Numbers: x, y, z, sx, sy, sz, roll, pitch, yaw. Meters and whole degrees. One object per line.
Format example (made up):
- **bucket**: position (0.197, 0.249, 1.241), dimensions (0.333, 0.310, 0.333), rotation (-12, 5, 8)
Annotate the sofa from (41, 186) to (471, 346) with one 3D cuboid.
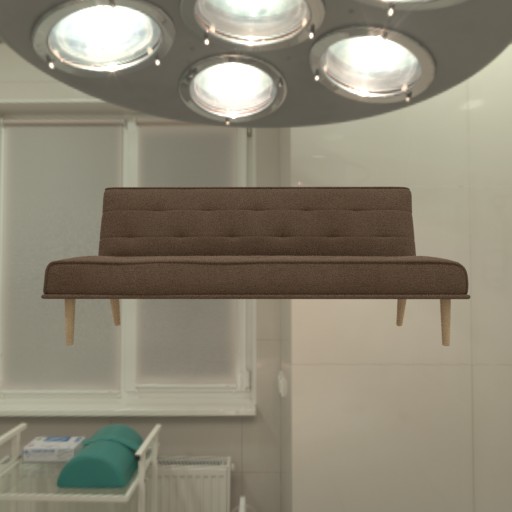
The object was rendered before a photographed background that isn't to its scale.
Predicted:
- **sofa**: position (0.000, 0.000, 2.378), dimensions (1.820, 0.810, 1.038), rotation (0, -2, 1)
